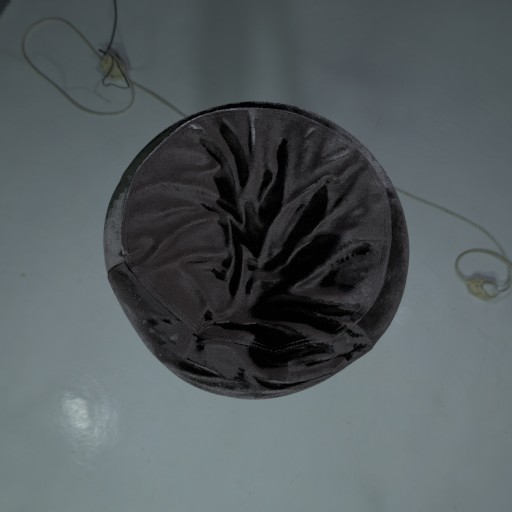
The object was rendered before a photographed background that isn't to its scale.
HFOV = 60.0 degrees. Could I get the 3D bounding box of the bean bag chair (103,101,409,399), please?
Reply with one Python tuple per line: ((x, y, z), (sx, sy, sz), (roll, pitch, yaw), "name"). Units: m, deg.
((0.000, 0.000, 1.477), (0.918, 0.605, 0.918), (0, 77, 0), "bean bag chair")
